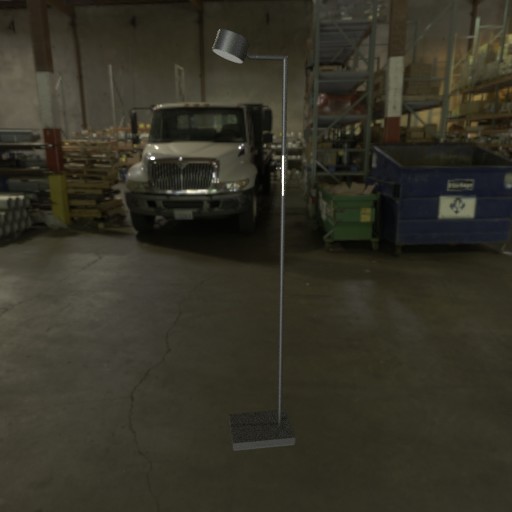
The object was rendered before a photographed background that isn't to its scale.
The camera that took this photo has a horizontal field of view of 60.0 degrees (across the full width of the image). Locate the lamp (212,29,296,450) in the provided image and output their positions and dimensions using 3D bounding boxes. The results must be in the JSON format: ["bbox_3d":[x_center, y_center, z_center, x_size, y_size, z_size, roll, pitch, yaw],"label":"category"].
[{"bbox_3d":[0.000,0.000,1.730,0.304,1.600,0.203,-2,15,-8],"label":"lamp"}]
